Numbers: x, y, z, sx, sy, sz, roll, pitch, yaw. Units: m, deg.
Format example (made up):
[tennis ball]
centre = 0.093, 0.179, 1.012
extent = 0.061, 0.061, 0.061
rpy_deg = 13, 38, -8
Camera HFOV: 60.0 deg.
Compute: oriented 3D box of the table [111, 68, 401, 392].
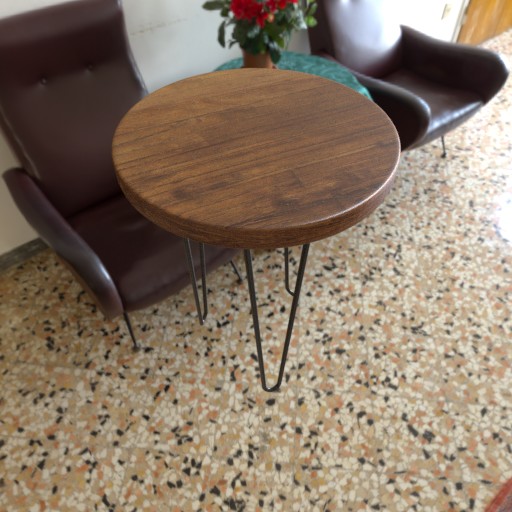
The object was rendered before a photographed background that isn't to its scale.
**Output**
[table]
centre = 0.000, 0.000, 0.815
extent = 0.400, 0.520, 0.400
rpy_deg = 0, 47, 0
